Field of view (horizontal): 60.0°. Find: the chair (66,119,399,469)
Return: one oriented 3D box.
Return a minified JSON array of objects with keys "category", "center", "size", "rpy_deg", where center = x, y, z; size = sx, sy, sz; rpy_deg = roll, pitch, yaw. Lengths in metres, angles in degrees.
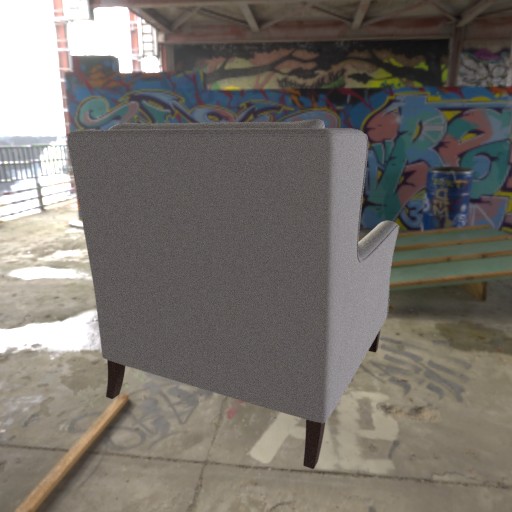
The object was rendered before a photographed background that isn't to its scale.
[{"category":"chair","center":[0.000,0.000,1.840],"size":[0.982,1.056,1.040],"rpy_deg":[8,17,26]}]
